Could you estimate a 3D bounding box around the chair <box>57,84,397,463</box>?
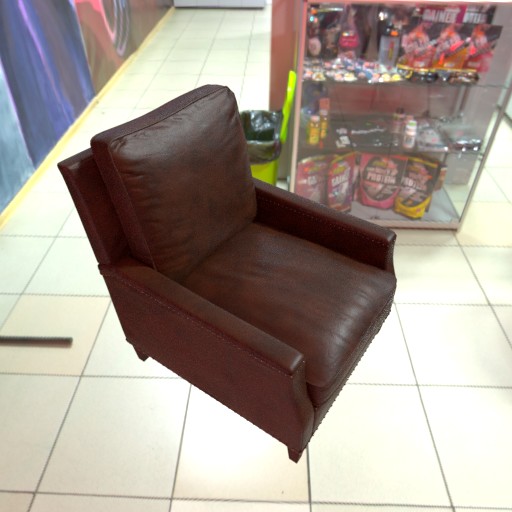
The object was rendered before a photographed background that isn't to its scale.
[{"bbox_3d":[0.000,0.000,1.788,1.035,1.054,0.854,24,46,26],"label":"chair"}]
